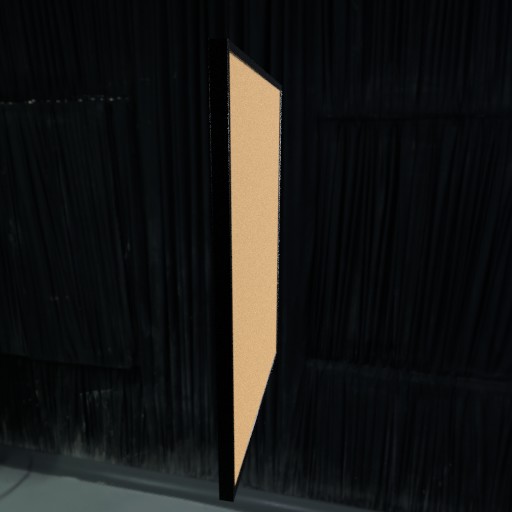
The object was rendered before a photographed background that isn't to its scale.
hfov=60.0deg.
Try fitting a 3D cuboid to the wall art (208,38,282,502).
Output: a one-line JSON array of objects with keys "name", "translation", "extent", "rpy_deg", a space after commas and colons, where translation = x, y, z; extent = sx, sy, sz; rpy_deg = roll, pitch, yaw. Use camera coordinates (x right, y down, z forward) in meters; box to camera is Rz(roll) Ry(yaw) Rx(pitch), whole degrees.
[{"name": "wall art", "translation": [0.000, 0.000, 1.357], "extent": [0.040, 1.062, 0.805], "rpy_deg": [3, 15, 10]}]
